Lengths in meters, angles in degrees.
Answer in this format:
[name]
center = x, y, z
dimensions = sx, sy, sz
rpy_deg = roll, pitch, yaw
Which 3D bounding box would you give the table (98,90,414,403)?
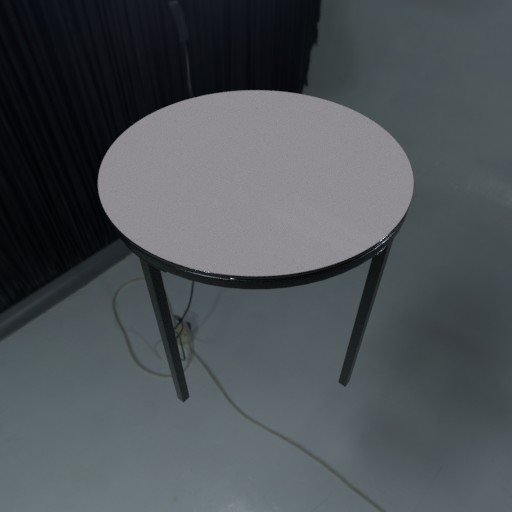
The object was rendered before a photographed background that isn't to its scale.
[table]
center = 0.000, 0.000, 0.877
dimensions = 0.499, 0.443, 0.499
rpy_deg = 0, 46, 0
